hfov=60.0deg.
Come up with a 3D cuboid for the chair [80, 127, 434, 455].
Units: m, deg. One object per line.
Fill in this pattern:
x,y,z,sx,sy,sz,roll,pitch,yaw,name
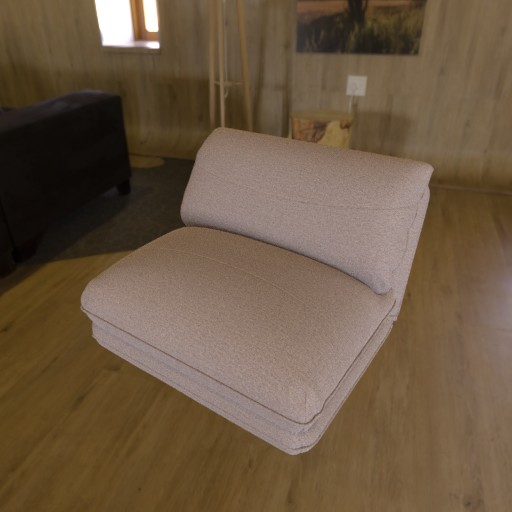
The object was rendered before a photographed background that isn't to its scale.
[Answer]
0.000,0.000,1.365,0.820,0.580,0.780,19,35,29,chair
